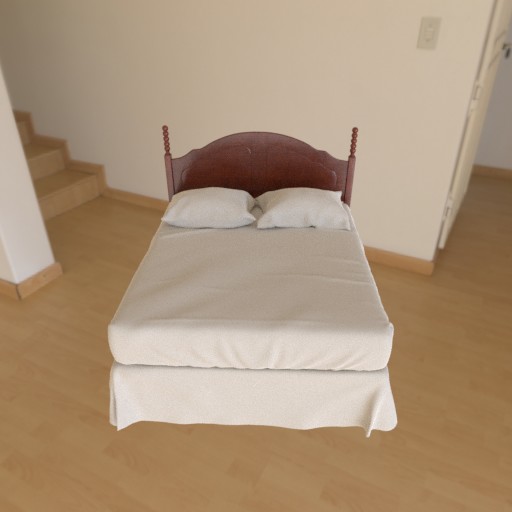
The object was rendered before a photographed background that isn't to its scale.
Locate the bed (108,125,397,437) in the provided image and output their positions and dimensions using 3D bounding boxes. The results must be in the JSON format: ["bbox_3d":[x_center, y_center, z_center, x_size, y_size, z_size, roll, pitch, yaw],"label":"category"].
[{"bbox_3d":[0.000,0.000,3.214,1.873,1.356,2.040,1,31,2],"label":"bed"}]
